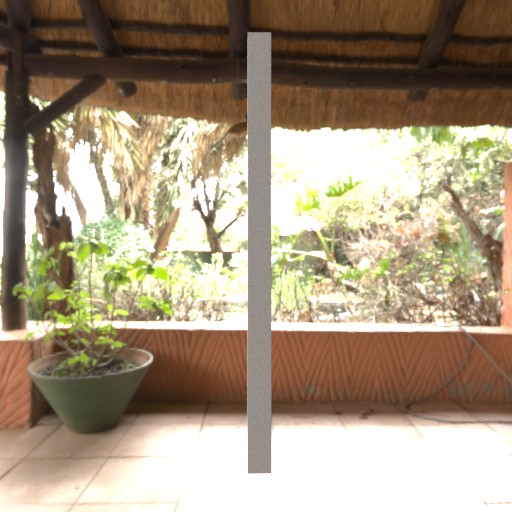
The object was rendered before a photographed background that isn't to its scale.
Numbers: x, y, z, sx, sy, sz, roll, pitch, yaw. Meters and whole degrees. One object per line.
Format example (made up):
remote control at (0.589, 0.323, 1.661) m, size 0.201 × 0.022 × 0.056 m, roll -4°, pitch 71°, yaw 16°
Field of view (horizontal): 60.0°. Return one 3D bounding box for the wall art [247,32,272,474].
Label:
wall art at (0.000, 0.000, 1.151) m, size 0.041 × 0.765 × 0.768 m, roll 0°, pitch -2°, yaw -1°
